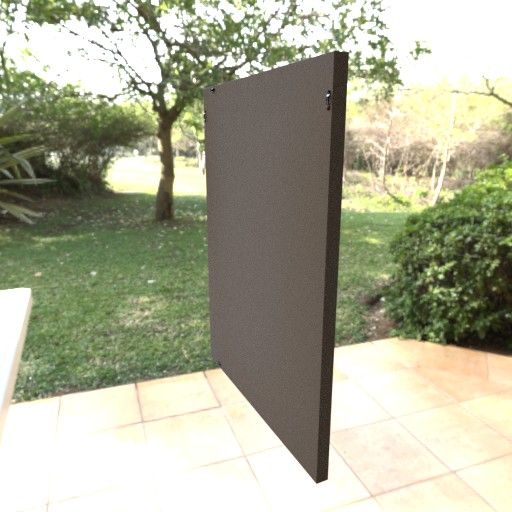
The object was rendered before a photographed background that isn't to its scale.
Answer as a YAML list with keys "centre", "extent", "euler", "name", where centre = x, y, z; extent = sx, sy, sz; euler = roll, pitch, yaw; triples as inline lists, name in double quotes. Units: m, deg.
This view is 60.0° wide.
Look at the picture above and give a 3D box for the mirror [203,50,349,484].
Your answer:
- centre: [0.000, 0.000, 1.334]
  extent: [0.040, 1.016, 0.762]
  euler: [-7, 16, -25]
  name: "mirror"
